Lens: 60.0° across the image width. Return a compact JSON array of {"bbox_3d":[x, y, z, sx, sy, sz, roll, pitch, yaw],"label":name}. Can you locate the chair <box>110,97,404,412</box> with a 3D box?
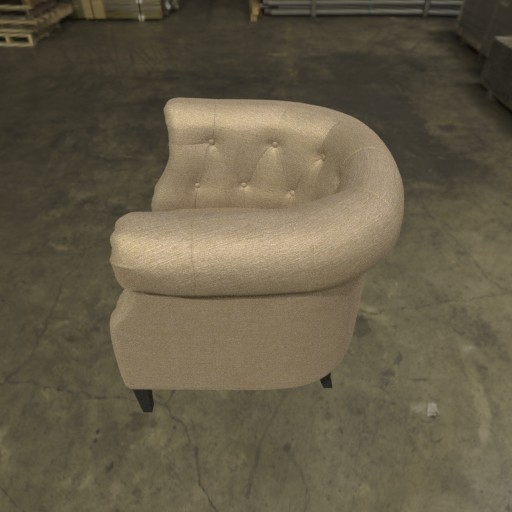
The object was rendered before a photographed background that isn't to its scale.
[{"bbox_3d":[0.000,0.000,1.542,0.852,0.827,0.905,0,41,0],"label":"chair"}]
